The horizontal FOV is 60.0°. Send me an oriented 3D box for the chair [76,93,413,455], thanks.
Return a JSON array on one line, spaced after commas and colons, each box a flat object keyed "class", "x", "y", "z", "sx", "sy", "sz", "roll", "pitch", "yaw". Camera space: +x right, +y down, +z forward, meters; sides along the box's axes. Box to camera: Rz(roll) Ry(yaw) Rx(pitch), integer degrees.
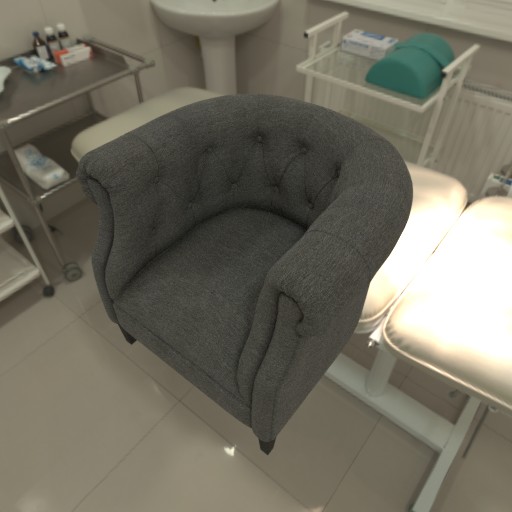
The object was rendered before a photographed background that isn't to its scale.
[{"class": "chair", "x": 0.000, "y": 0.000, "z": 1.549, "sx": 0.905, "sy": 0.827, "sz": 0.852, "roll": 30, "pitch": 53, "yaw": 26}]
